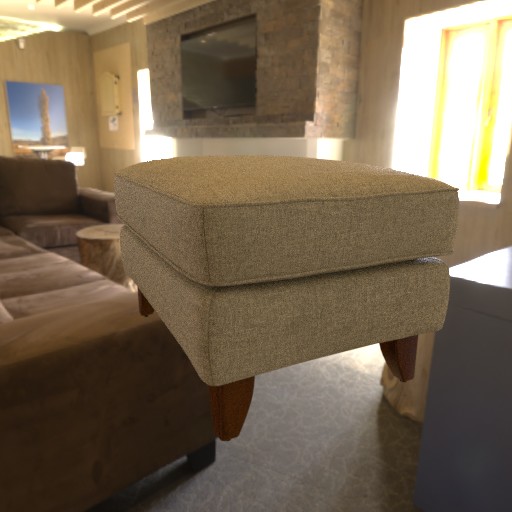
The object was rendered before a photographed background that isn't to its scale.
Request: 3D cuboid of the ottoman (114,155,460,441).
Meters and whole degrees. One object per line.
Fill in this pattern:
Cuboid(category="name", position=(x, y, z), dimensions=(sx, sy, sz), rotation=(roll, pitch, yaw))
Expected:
Cuboid(category="ottoman", position=(0.000, 0.000, 1.290), dimensions=(0.661, 0.561, 0.889), rotation=(-7, 16, -25))
